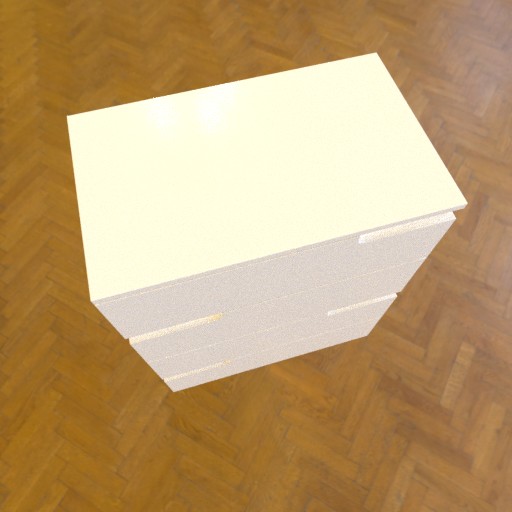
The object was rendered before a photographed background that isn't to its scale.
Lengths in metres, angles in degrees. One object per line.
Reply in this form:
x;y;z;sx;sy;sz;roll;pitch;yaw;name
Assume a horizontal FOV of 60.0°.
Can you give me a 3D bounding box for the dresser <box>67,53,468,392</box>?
0.000;0.000;1.171;0.650;0.800;0.400;-15;64;-7;dresser
